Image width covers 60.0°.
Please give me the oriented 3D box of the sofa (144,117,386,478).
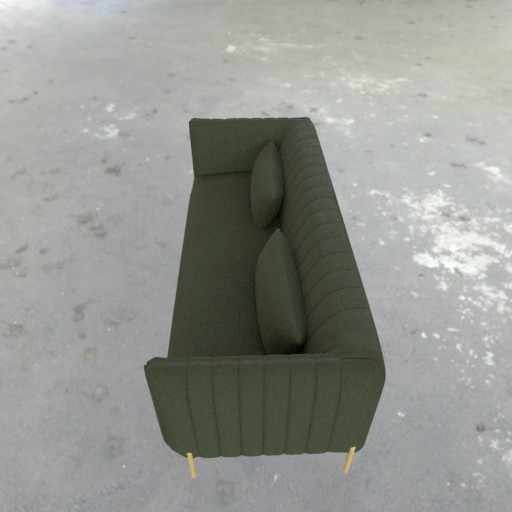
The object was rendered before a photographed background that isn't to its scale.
[{"bbox_3d":[0.000,0.000,2.536,0.896,0.793,2.137,-1,41,-1],"label":"sofa"}]
